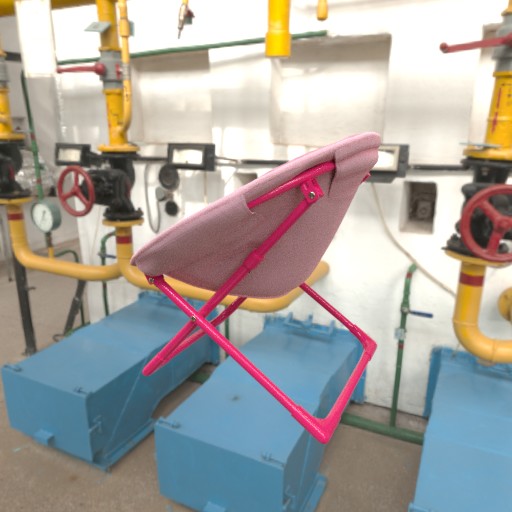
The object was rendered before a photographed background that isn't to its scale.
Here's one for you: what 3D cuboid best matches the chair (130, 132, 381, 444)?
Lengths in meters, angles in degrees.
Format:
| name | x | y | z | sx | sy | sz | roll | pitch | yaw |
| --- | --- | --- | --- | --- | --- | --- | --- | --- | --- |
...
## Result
| name | x | y | z | sx | sy | sz | roll | pitch | yaw |
| --- | --- | --- | --- | --- | --- | --- | --- | --- | --- |
| chair | 0.000 | 0.000 | 0.913 | 0.459 | 0.494 | 0.522 | 8 | 18 | 26 |
